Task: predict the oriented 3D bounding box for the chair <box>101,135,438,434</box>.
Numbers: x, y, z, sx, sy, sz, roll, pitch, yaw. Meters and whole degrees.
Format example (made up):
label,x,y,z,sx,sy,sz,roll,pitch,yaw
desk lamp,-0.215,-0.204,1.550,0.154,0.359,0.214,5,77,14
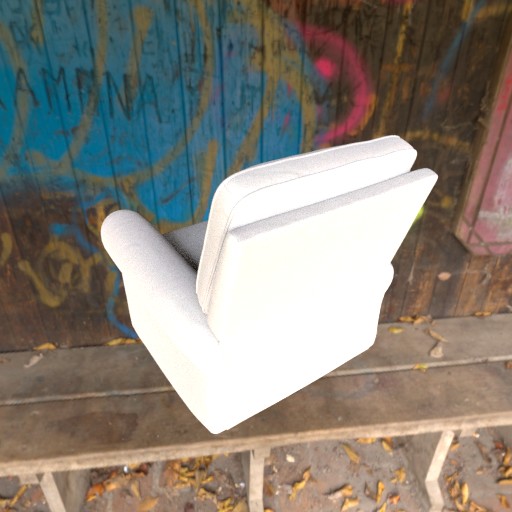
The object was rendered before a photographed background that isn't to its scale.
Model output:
label,x,y,z,sx,sy,sz,roll,pitch,yaw
chair,0.000,0.000,1.639,0.890,0.960,0.878,-20,37,-29
